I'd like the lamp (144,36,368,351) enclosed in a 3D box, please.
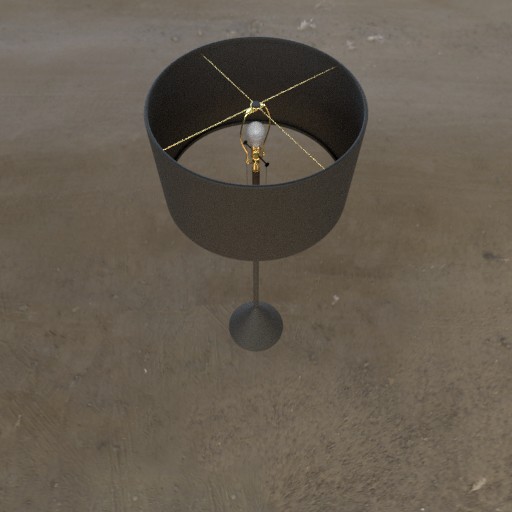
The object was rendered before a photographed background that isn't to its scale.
[{"bbox_3d":[0.000,0.000,1.799,0.580,1.526,0.580,-31,63,-18],"label":"lamp"}]
